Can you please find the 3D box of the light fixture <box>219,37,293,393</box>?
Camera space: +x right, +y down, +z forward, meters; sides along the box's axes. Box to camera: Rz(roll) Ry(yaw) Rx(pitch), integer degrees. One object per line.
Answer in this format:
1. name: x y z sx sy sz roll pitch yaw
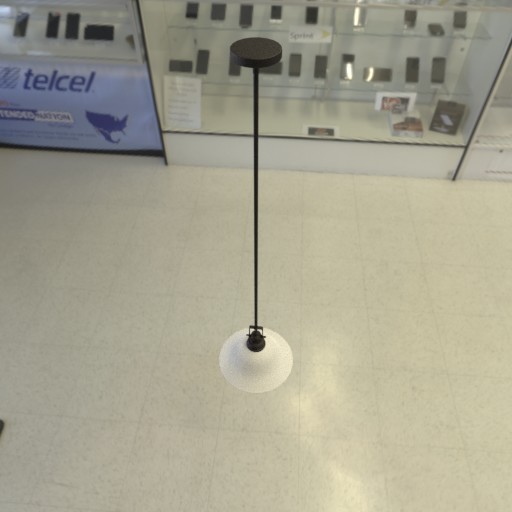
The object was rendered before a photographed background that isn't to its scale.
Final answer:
1. light fixture: 0.000 0.000 1.453 0.324 1.337 0.324 5 48 5
